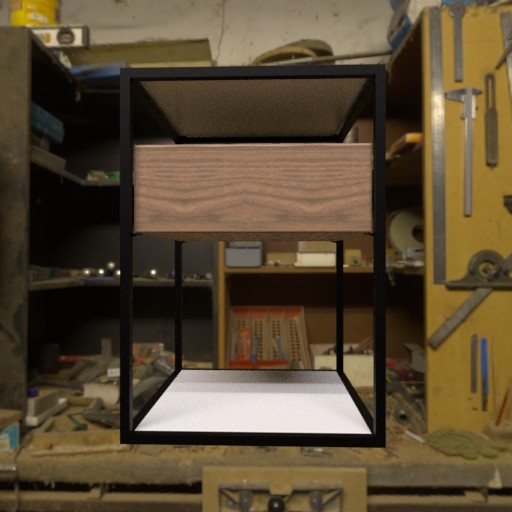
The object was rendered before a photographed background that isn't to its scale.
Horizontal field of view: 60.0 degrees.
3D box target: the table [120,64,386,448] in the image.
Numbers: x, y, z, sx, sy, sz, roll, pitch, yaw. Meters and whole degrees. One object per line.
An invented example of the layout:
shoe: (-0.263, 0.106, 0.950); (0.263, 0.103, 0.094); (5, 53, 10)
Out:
table: (0.000, 0.000, 0.818); (0.378, 0.540, 0.378); (0, 0, 2)
